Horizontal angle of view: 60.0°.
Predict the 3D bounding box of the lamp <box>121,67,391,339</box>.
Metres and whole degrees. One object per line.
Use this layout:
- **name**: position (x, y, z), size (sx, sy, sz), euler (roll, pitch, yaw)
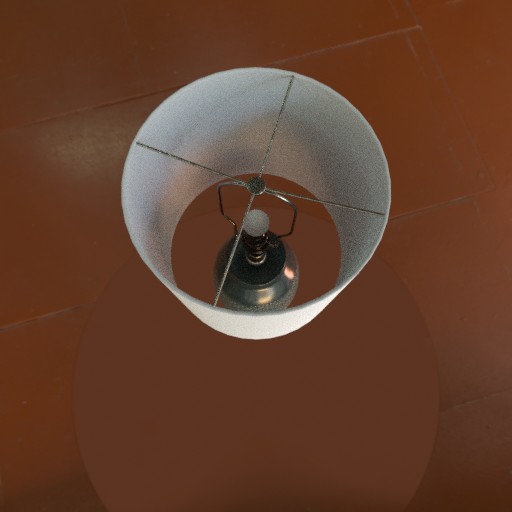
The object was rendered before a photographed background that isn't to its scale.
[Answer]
- **lamp**: position (0.000, 0.000, 0.574), size (0.217, 0.453, 0.217), euler (17, 75, 5)
